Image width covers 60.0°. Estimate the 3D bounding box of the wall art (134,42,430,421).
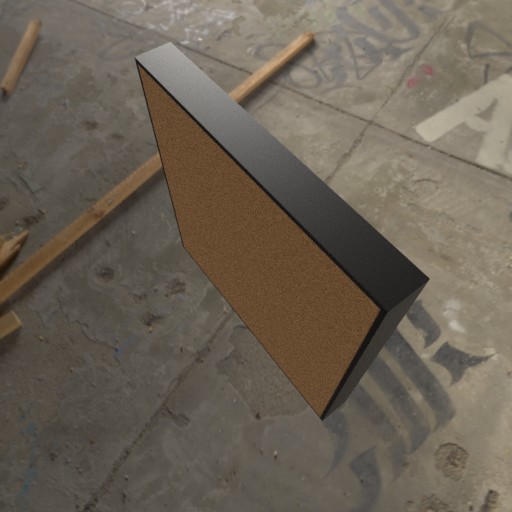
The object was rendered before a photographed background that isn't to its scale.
[{"bbox_3d":[0.000,0.000,0.457,0.037,0.303,0.304,-33,64,-19],"label":"wall art"}]
